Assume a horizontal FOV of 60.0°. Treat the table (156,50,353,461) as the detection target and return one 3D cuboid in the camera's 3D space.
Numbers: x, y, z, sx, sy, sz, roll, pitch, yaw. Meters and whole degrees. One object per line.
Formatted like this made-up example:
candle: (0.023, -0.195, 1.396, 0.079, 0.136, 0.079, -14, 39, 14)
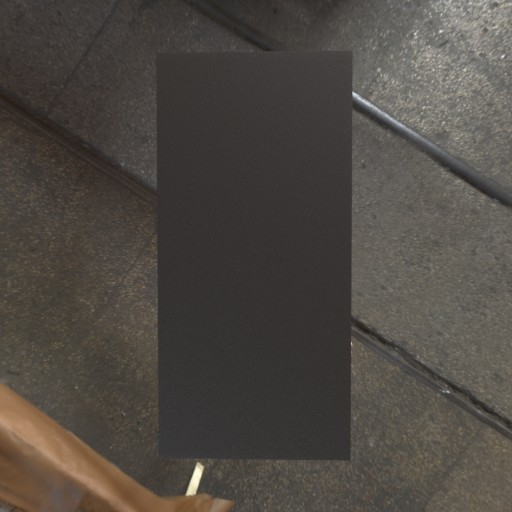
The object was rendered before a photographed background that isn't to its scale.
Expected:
table: (0.000, 0.000, 1.396, 0.550, 0.400, 1.100, 0, 91, 2)
